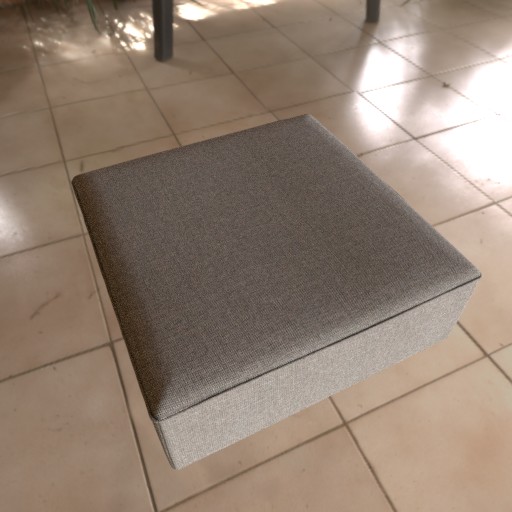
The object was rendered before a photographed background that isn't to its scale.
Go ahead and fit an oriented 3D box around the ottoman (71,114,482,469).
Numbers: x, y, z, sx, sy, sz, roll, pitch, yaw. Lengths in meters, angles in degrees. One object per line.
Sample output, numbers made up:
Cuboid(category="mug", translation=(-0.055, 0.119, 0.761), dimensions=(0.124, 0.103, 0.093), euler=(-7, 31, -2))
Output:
Cuboid(category="ottoman", translation=(0.000, 0.000, 1.564), dimensions=(1.023, 0.423, 1.017), euler=(-19, 51, -17))
